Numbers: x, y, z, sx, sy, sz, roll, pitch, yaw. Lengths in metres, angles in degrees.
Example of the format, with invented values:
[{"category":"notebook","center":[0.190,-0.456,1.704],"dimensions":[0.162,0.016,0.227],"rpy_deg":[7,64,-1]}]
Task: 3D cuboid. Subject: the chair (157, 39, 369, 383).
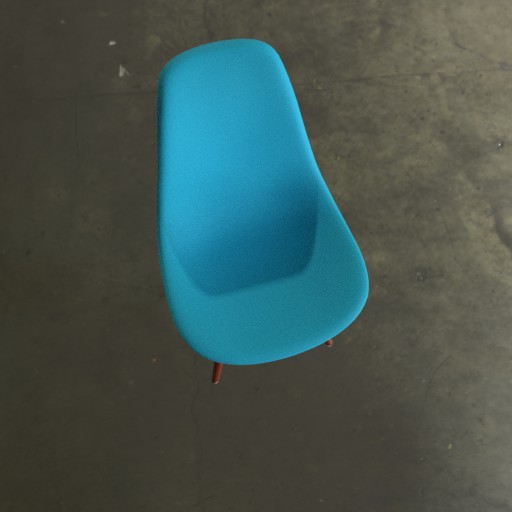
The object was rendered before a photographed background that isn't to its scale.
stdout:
[{"category":"chair","center":[0.000,0.000,1.107],"dimensions":[0.470,0.826,0.533],"rpy_deg":[-17,64,-8]}]
